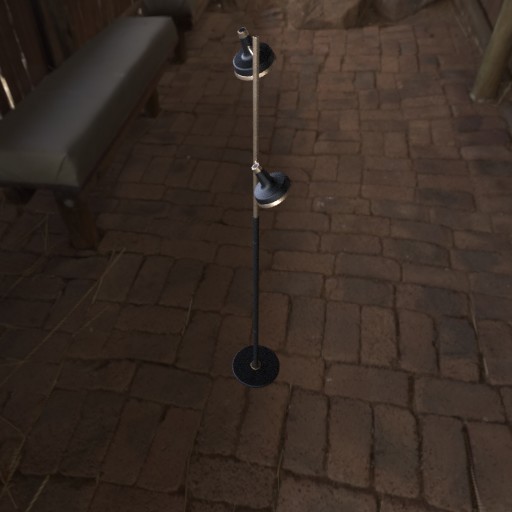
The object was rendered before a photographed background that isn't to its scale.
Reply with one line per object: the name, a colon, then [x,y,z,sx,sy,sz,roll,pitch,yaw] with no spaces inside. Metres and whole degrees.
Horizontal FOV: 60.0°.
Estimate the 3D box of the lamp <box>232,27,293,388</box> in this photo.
lamp: [0.000,0.000,1.789,0.253,1.674,0.351,-10,46,-10]
